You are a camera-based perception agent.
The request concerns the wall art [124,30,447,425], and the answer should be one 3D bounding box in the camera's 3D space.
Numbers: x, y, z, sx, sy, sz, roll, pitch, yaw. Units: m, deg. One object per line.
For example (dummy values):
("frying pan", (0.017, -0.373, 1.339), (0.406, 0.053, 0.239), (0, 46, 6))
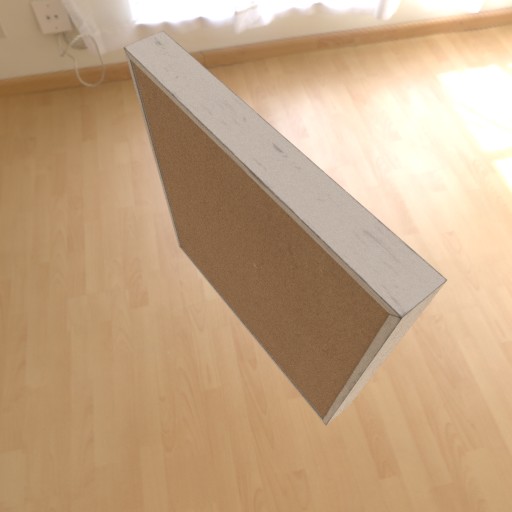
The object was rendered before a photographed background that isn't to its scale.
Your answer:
("wall art", (0.000, 0.000, 0.438), (0.038, 0.305, 0.305), (-34, 64, -19))
